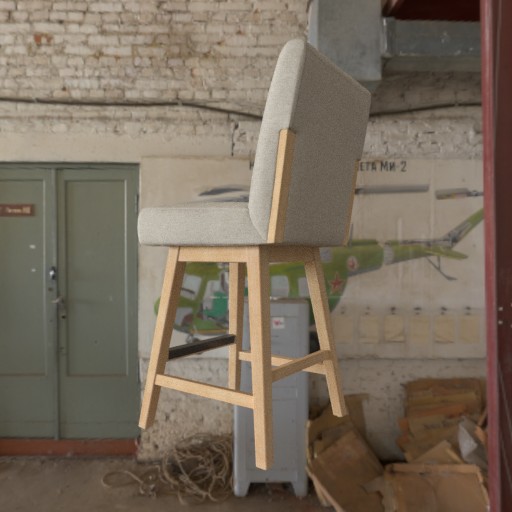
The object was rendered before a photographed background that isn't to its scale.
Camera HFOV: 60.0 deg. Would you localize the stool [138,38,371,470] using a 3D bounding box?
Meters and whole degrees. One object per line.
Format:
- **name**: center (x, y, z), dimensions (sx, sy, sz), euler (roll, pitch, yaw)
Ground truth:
- **stool**: center (0.000, 0.000, 1.427), dimensions (0.606, 1.085, 0.507), euler (0, 0, 36)
